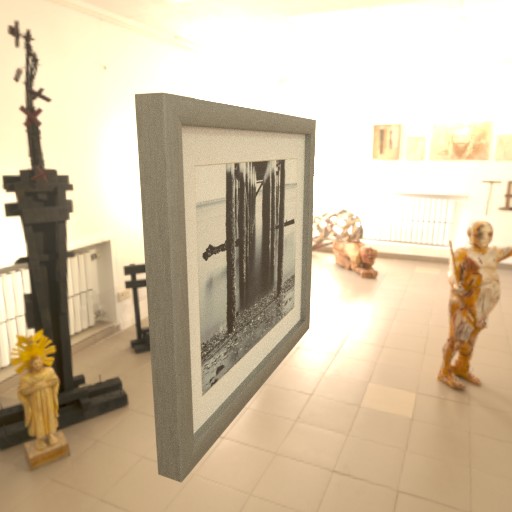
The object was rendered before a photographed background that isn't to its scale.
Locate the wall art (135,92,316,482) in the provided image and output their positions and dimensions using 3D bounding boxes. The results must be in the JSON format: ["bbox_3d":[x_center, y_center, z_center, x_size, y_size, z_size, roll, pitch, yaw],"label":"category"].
[{"bbox_3d":[0.000,0.000,0.530,0.028,0.330,0.380,6,15,23],"label":"wall art"}]
